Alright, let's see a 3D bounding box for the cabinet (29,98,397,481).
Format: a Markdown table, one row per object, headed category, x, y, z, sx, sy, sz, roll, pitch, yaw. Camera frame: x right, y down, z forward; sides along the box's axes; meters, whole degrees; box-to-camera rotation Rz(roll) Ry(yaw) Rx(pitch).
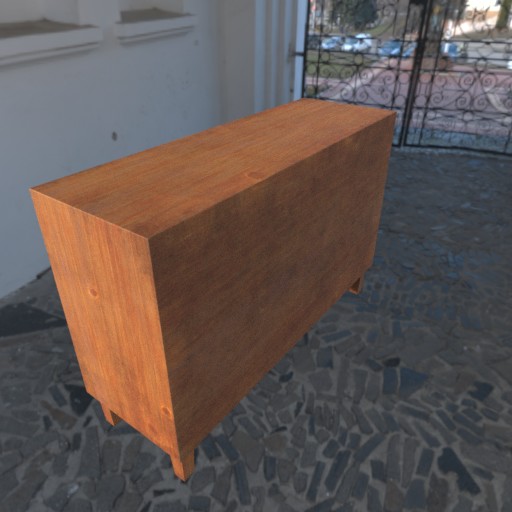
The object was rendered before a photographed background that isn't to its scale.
| category | x | y | z | sx | sy | sz | roll | pitch | yaw |
| --- | --- | --- | --- | --- | --- | --- | --- | --- | --- |
| cabinet | 0.000 | 0.000 | 1.532 | 0.403 | 0.805 | 1.204 | 21 | 37 | 31 |
